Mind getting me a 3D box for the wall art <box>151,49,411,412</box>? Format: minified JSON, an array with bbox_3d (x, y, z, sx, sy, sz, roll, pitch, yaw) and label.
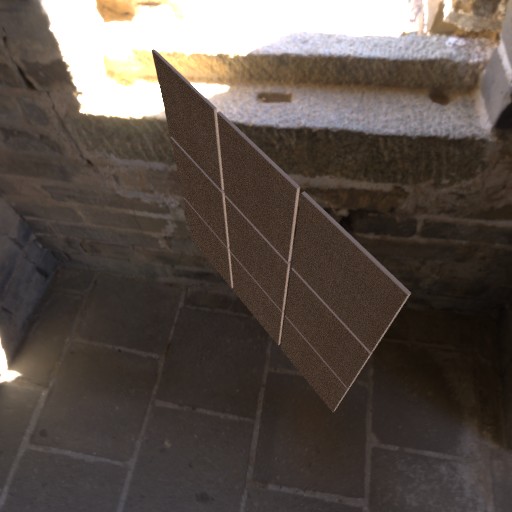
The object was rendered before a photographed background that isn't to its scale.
[{"bbox_3d":[0.000,0.000,1.834,0.013,1.218,1.219,-33,64,-19],"label":"wall art"}]
